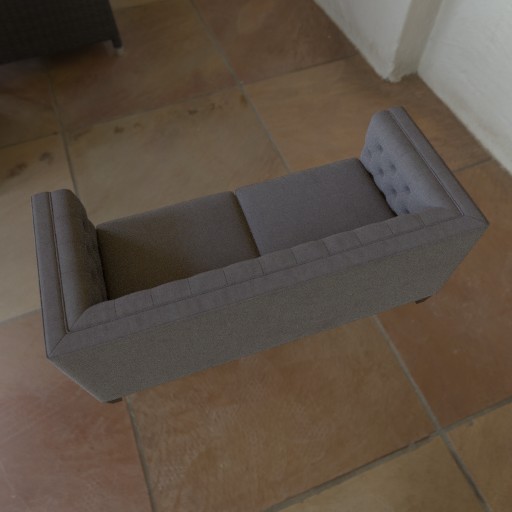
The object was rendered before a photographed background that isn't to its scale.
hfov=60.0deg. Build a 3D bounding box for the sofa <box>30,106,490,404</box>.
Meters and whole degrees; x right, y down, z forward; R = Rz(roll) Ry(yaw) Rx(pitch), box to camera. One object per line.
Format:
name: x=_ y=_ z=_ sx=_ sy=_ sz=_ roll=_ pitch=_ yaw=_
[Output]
sofa: x=0.000 y=0.000 z=2.169 sx=1.778 sy=0.762 sz=0.775 roll=-16 pitch=60 yaw=-10
